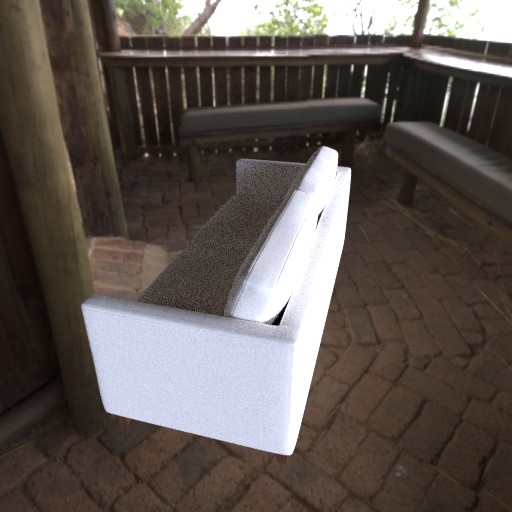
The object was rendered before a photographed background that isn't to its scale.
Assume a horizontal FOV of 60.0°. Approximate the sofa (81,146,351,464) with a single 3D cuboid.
[{"bbox_3d":[0.000,0.000,2.681,0.924,0.933,2.139,8,30,14],"label":"sofa"}]
